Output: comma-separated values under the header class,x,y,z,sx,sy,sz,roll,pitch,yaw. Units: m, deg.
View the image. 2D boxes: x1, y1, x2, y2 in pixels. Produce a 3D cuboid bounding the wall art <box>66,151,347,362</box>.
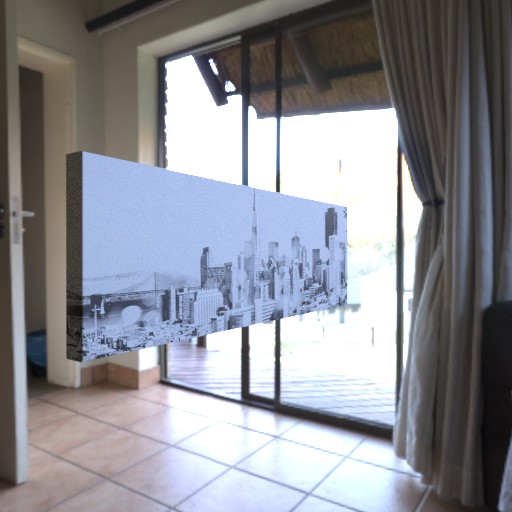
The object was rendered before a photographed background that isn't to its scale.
class,x,y,z,sx,sy,sz,roll,pitch,yaw
wall art,0.000,0.000,0.856,0.036,0.256,0.766,0,0,36
